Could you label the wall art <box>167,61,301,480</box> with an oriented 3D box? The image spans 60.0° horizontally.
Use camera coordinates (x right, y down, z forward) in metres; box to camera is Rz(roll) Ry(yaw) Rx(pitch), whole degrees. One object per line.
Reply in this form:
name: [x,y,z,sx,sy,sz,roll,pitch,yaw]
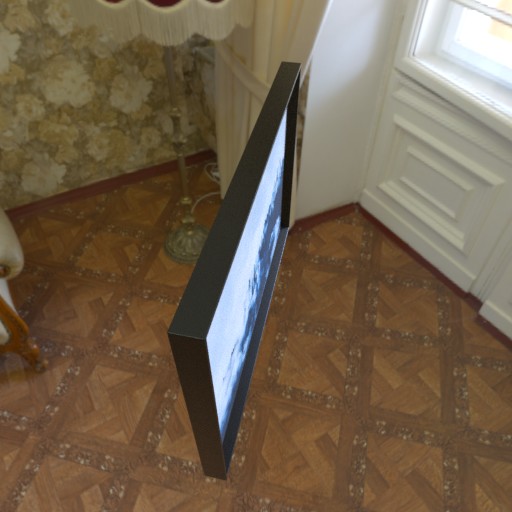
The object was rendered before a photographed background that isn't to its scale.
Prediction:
wall art: [0.000,0.000,1.184,0.058,0.640,0.939,9,48,9]
